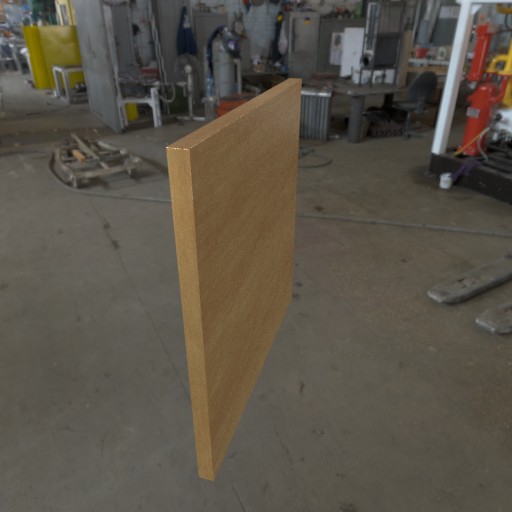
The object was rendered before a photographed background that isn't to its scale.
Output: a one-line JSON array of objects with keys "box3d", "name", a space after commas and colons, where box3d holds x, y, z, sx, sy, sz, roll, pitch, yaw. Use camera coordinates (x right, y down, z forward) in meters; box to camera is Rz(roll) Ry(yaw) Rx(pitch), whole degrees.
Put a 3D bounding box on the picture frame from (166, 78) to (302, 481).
[{"box3d": [0.000, 0.000, 1.140, 0.037, 0.761, 0.758, 9, 30, 15], "name": "picture frame"}]
